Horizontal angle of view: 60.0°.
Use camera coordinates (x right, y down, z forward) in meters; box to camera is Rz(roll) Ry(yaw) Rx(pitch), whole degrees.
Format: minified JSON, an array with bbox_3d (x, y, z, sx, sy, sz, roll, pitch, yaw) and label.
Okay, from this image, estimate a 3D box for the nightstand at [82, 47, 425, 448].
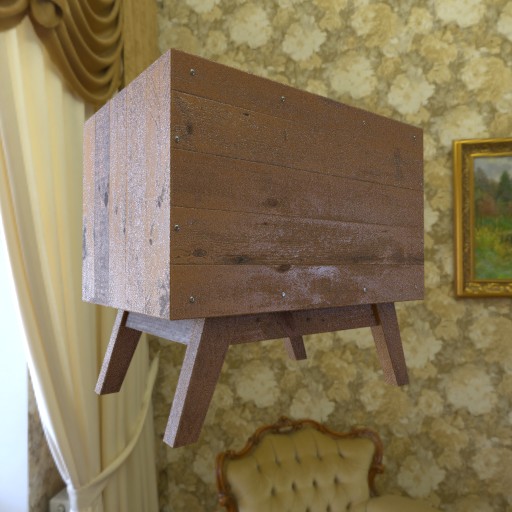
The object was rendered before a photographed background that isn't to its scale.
[{"bbox_3d":[0.000,0.000,1.017,0.650,0.599,0.450,1,-1,-37],"label":"nightstand"}]
